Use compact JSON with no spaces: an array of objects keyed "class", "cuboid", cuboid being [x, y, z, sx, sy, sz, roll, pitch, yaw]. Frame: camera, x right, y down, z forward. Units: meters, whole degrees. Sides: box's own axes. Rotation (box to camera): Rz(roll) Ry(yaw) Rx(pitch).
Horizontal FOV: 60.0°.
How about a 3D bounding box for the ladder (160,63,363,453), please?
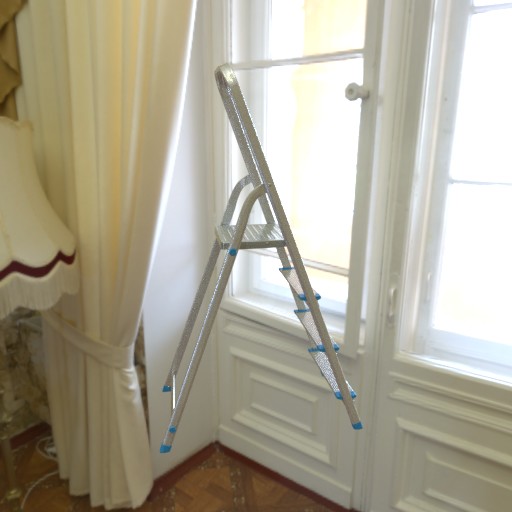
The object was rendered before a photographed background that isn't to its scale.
[{"class":"ladder","cuboid":[0.000,0.000,1.807,0.842,1.434,0.445,-3,17,-10]}]
